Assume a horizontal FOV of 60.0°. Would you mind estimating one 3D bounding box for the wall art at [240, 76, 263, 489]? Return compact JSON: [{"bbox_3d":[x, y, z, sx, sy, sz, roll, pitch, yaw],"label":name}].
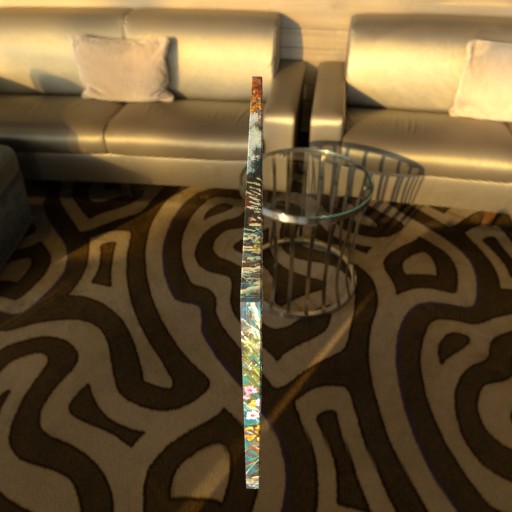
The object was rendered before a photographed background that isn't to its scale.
[{"bbox_3d":[0.000,0.000,1.437,0.042,0.760,1.136,0,40,0],"label":"wall art"}]
